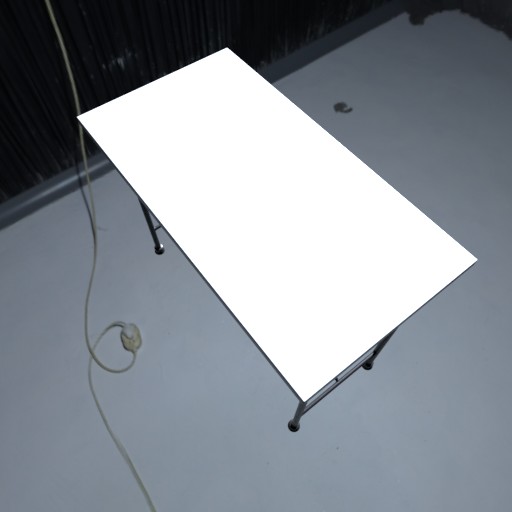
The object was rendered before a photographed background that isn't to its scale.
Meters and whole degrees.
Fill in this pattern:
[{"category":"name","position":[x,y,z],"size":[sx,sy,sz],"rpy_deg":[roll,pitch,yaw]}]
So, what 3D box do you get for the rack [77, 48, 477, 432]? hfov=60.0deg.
[{"category":"rack","position":[0.000,0.000,1.706],"size":[0.613,0.880,1.159],"rpy_deg":[-33,65,-18]}]
